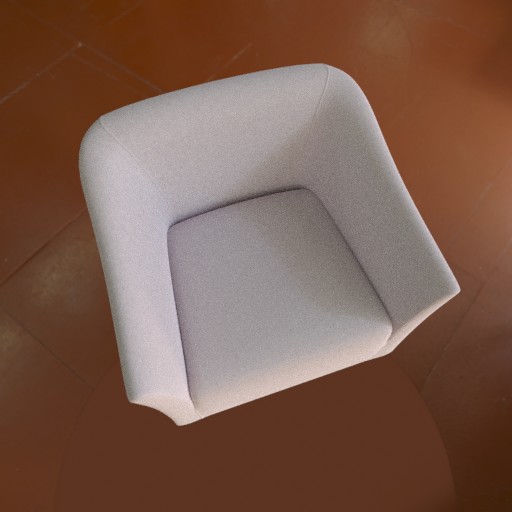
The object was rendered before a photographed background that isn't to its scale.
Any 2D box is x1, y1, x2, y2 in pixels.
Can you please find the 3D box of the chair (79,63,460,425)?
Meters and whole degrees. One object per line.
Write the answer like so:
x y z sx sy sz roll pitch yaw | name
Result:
0.000 0.000 1.307 0.790 0.720 0.700 -17 64 -8 | chair
